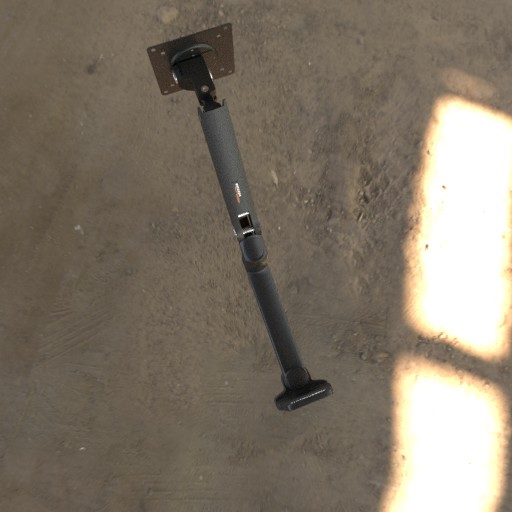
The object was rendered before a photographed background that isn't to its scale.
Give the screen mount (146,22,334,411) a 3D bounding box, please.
[{"bbox_3d":[0.000,0.000,0.734,0.115,0.466,0.495,-20,77,-5],"label":"screen mount"}]
